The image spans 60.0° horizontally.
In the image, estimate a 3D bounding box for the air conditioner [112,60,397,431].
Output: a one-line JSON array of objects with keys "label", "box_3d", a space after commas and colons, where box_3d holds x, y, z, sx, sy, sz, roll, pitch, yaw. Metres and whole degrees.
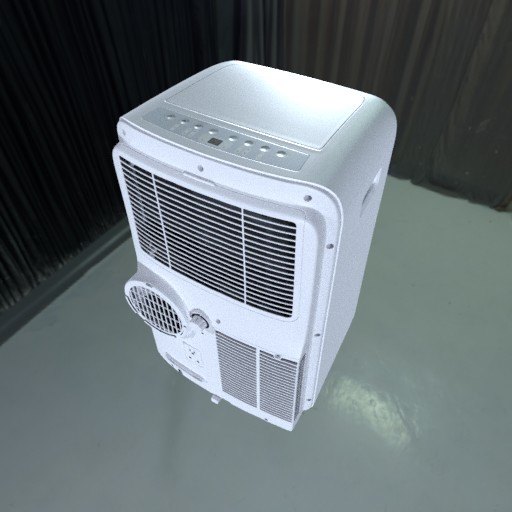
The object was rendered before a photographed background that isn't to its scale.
[{"label": "air conditioner", "box_3d": [0.000, 0.000, 1.052, 0.478, 0.765, 0.467, 23, 51, 20]}]
